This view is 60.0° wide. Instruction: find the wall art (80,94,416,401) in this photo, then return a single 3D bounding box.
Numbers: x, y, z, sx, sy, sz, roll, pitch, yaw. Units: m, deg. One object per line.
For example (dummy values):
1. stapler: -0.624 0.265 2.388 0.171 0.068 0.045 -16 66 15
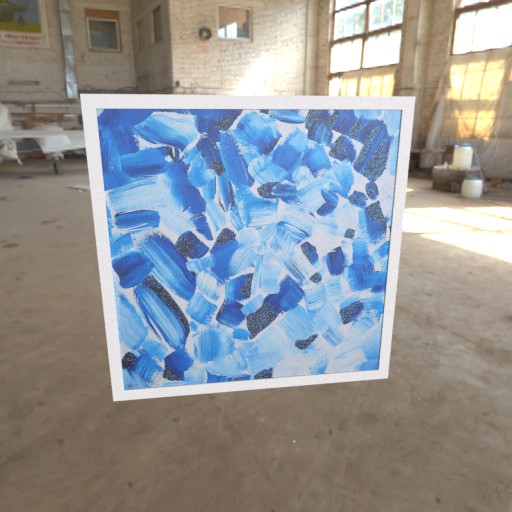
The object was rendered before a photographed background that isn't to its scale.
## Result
1. wall art: 0.000 0.000 0.968 0.660 0.660 0.015 -2 17 -8
